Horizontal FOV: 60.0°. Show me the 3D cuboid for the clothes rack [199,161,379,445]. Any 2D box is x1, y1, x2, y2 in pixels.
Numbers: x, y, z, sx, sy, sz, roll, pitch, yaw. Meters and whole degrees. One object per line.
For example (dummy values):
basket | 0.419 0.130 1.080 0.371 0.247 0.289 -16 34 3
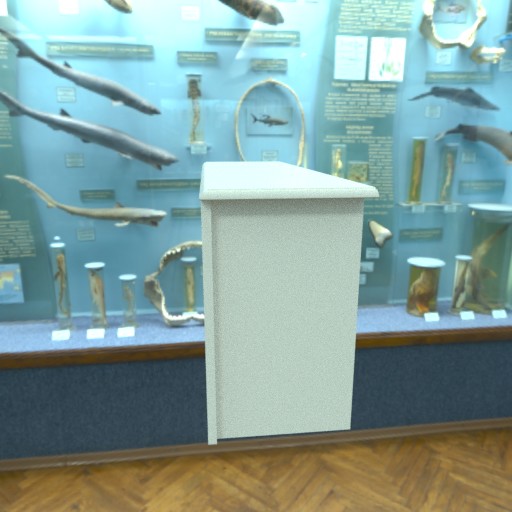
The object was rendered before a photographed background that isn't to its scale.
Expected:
clothes rack | 0.000 0.000 1.388 0.324 0.531 1.120 -2 15 -6
